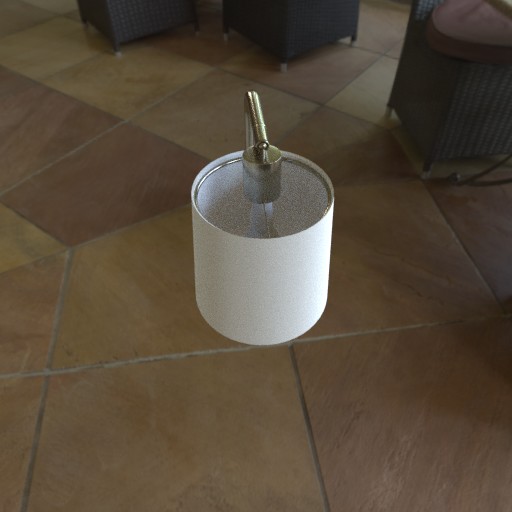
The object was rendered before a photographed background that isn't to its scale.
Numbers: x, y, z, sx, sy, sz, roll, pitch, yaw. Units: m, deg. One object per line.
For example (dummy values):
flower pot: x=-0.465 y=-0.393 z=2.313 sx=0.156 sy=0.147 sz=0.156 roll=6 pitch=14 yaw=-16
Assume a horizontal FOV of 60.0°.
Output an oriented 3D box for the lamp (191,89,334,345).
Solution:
lamp: x=0.000 y=0.000 z=0.654 sx=0.171 sy=0.489 sz=0.333 roll=-4 pitch=48 yaw=-3
